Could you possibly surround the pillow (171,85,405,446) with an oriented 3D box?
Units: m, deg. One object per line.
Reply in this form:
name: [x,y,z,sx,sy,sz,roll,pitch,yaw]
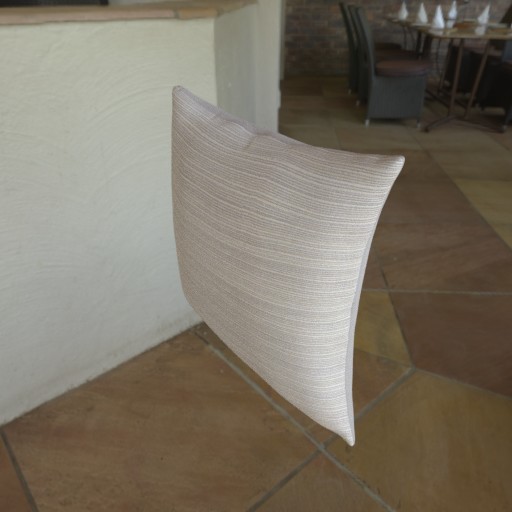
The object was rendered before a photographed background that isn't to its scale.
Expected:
pillow: [0.000,0.000,0.777,0.204,0.497,0.512,-22,37,-32]
